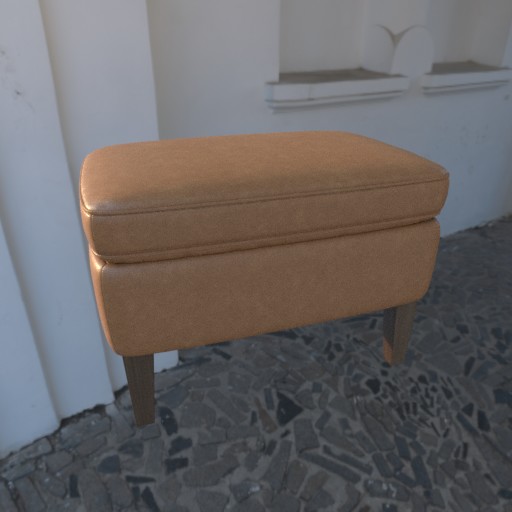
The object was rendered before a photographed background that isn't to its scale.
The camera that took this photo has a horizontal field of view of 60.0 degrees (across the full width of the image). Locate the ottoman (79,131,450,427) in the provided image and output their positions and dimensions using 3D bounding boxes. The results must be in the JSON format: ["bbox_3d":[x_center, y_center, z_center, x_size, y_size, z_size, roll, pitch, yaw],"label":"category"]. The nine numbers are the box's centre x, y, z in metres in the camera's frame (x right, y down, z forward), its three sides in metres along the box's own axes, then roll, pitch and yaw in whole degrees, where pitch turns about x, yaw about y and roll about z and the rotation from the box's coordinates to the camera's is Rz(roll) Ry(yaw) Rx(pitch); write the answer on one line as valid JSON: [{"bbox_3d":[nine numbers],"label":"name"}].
[{"bbox_3d":[0.000,0.000,0.975,0.670,0.480,0.420,-8,27,-16],"label":"ottoman"}]
